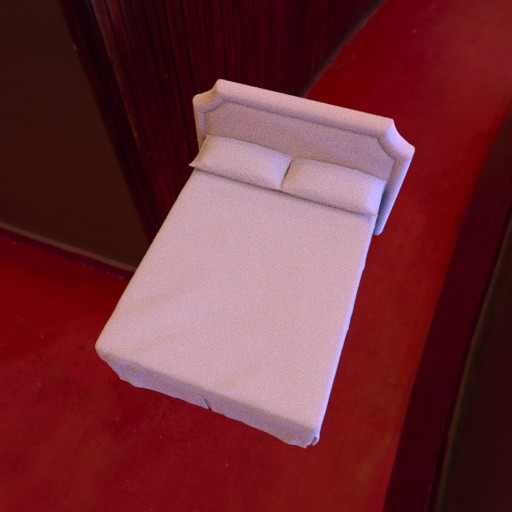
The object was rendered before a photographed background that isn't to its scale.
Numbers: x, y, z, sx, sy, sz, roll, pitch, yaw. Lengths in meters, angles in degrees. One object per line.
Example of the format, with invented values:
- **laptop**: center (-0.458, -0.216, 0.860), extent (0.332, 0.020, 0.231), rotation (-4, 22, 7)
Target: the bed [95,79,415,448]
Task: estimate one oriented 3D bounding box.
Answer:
- **bed**: center (0.000, 0.000, 3.366), extent (1.828, 1.297, 2.164), rotation (17, 60, 10)
